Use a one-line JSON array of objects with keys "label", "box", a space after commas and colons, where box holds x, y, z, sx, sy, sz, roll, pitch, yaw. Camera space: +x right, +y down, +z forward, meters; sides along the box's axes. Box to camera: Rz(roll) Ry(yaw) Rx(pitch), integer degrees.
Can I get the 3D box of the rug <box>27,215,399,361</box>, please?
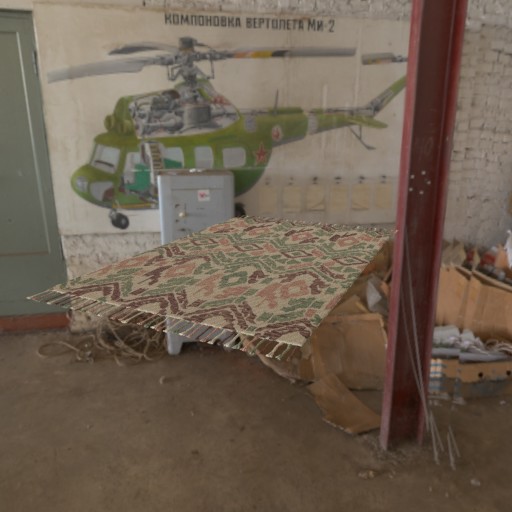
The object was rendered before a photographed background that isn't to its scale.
[{"label": "rug", "box": [0.000, 0.000, 3.037, 1.524, 0.011, 2.438, 8, 18, 25]}]
